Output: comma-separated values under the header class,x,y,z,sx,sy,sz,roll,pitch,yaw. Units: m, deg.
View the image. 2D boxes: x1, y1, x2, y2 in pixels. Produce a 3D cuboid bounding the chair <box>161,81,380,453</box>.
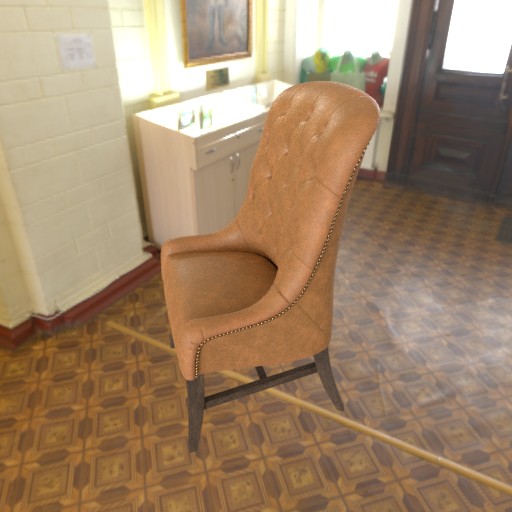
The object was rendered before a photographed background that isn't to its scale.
class,x,y,z,sx,sy,sz,roll,pitch,yaw
chair,0.000,0.000,1.524,0.629,1.091,0.634,-8,29,-14
